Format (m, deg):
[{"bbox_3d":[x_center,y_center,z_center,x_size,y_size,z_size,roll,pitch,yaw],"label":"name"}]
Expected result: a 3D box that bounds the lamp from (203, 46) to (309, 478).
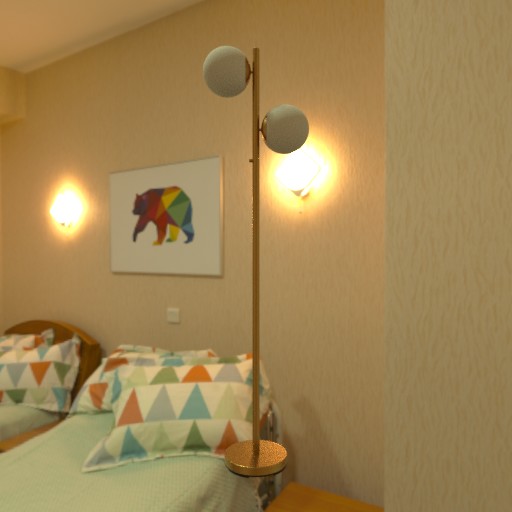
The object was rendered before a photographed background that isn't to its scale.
[{"bbox_3d":[0.000,0.000,1.754,0.419,1.641,0.249,0,0,0],"label":"lamp"}]
